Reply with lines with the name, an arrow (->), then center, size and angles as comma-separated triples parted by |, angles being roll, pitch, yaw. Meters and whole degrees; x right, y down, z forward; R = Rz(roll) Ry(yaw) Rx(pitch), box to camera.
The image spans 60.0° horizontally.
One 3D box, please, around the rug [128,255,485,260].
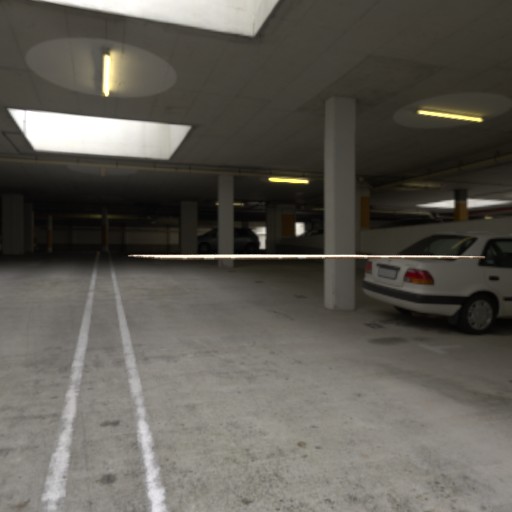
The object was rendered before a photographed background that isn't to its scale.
rug -> 0.000, 0.000, 2.229 | 1.152, 0.013, 1.761 | 0, 0, -19
